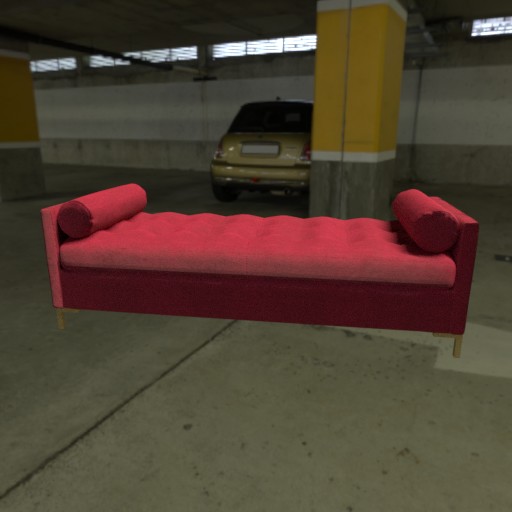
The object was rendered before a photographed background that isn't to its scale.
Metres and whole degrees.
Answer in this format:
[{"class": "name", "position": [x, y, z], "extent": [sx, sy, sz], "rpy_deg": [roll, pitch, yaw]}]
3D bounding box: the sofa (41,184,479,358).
[{"class": "sofa", "position": [0.000, 0.000, 2.497], "extent": [2.102, 0.705, 0.796], "rpy_deg": [3, 16, 9]}]
